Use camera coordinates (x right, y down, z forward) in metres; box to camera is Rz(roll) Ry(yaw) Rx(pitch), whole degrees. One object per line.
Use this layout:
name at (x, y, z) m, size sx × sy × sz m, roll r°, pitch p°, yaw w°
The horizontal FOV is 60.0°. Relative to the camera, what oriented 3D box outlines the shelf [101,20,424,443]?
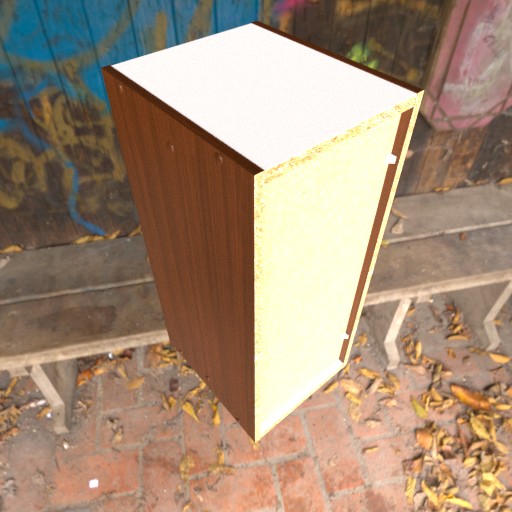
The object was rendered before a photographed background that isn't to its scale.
shelf at (0.000, 0.000, 0.735) m, size 0.253 × 0.600 × 0.290 m, roll -32°, pitch 54°, yaw -27°
